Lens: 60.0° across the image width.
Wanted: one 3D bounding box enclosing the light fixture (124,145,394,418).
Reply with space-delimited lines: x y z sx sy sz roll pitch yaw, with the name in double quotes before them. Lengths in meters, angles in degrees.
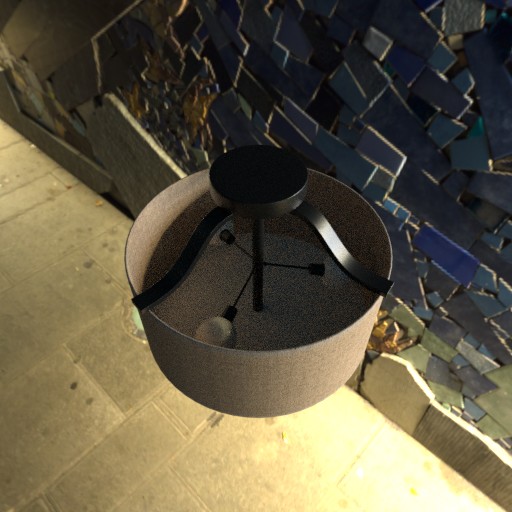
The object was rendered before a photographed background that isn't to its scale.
"light fixture" 0.000 0.000 0.669 0.390 0.306 0.390 0 47 0
